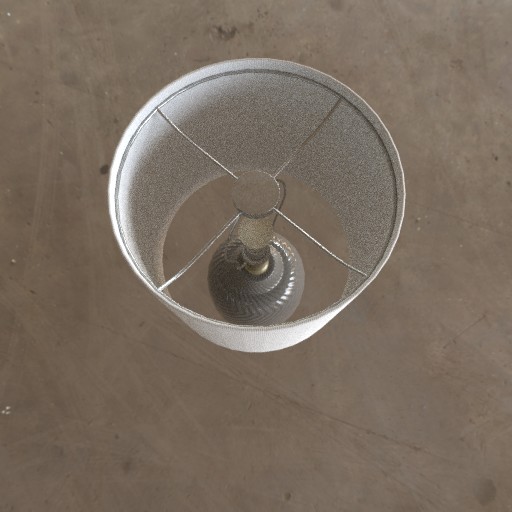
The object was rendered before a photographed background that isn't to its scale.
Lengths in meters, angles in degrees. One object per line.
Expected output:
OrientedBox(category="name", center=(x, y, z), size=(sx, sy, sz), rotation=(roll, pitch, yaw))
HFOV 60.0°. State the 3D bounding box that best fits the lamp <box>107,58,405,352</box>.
OrientedBox(category="lamp", center=(0.000, 0.000, 0.483), size=(0.207, 0.366, 0.207), rotation=(40, 78, 11))
